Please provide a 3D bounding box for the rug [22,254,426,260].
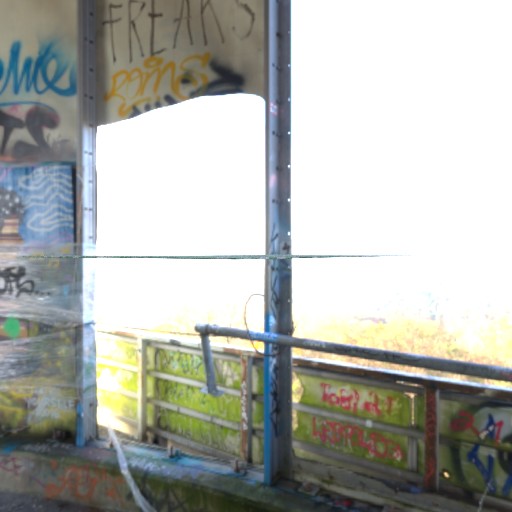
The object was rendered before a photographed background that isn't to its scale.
[{"bbox_3d":[0.000,0.000,2.327,1.220,0.006,1.826,0,1,37],"label":"rug"}]
